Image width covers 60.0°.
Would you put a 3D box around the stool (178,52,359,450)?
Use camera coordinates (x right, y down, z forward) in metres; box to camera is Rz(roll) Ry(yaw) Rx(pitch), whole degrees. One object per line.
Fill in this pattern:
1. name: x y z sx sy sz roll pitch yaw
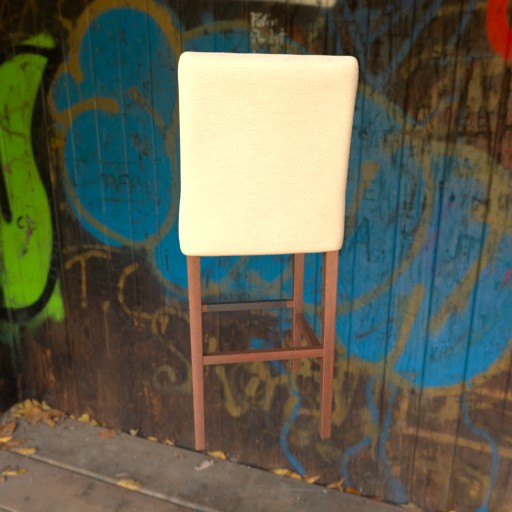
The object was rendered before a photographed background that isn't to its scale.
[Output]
1. stool: 0.000 0.000 1.382 0.470 1.078 0.577 -2 15 -8
